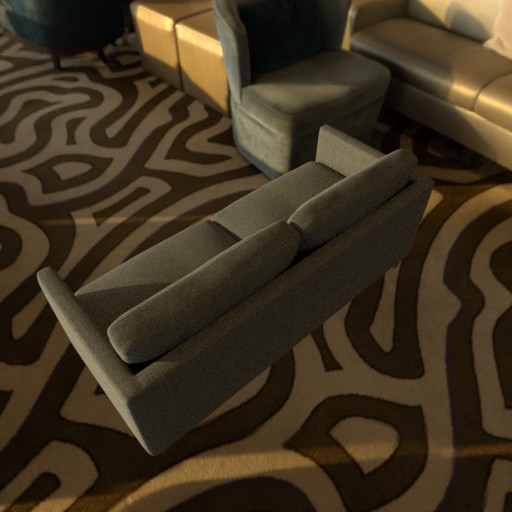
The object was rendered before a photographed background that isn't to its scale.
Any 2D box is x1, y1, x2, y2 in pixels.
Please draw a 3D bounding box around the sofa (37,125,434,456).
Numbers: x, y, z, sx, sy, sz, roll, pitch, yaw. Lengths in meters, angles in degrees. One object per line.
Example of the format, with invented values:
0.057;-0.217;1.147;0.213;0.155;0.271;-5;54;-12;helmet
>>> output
0.000;0.000;2.695;2.208;0.965;0.948;-33;55;-27;sofa
